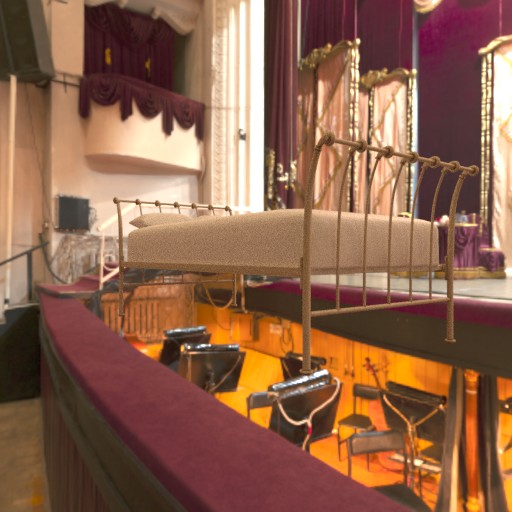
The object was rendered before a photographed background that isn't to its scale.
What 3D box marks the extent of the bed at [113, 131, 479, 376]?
[{"bbox_3d":[0.000,0.000,2.709,1.032,0.873,2.228,0,0,-37],"label":"bed"}]
